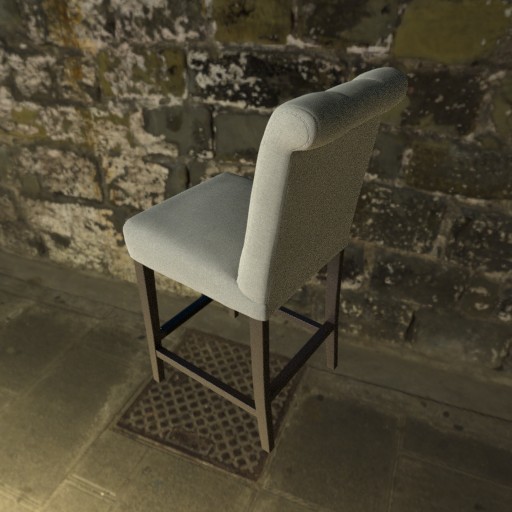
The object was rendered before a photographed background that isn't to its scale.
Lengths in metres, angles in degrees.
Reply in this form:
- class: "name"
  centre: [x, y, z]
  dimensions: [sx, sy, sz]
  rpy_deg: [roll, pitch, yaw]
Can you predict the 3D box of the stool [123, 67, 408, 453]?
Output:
- class: "stool"
  centre: [0.000, 0.000, 1.316]
  dimensions: [0.601, 1.040, 0.493]
  rpy_deg: [22, 39, 30]
